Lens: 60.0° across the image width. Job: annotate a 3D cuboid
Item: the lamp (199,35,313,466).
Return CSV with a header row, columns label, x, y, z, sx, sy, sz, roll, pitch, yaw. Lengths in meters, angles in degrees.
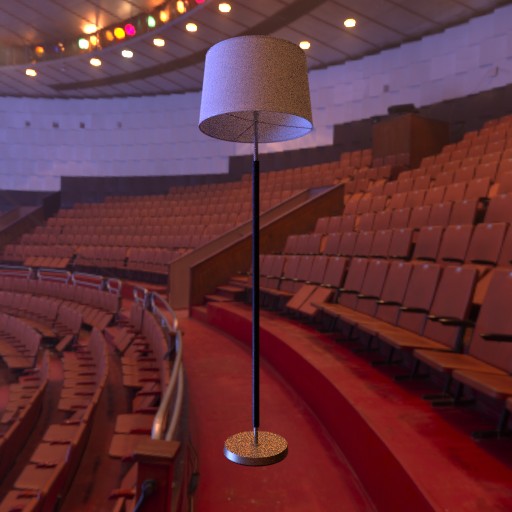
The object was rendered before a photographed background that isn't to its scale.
label,x,y,z,sx,sy,sz,roll,pitch,yaw
lamp,0.000,0.000,1.638,0.420,1.447,0.420,0,0,0
